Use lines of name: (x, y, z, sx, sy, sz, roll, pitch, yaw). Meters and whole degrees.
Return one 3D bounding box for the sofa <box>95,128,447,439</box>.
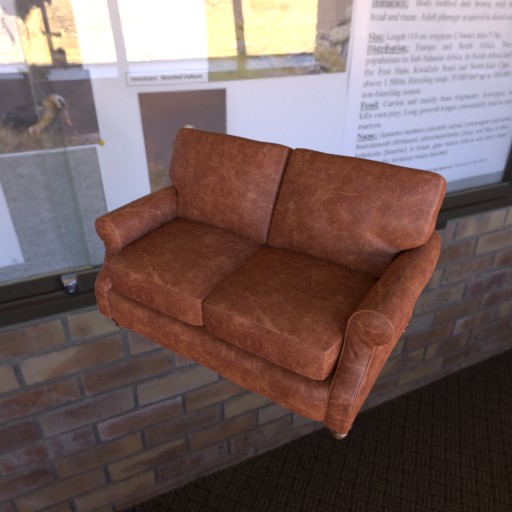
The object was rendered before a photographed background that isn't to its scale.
sofa: (0.000, 0.000, 2.237, 1.616, 0.967, 0.990, 18, 35, 28)
